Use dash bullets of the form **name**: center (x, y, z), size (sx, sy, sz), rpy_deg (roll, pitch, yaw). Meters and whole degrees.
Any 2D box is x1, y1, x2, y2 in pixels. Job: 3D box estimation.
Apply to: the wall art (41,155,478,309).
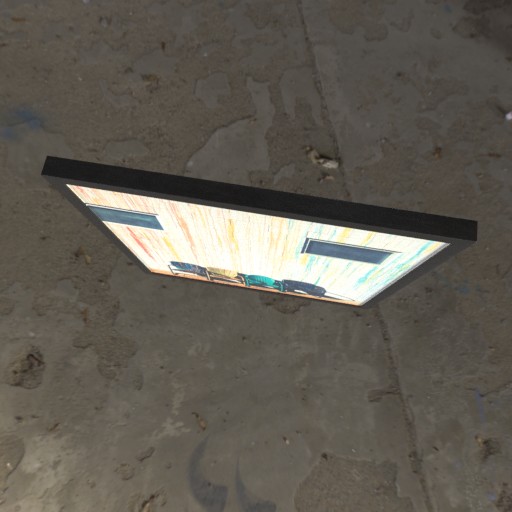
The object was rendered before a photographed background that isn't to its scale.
- **wall art**: center (0.000, 0.000, 1.136), size (0.763, 0.763, 0.039), rpy_deg (9, 75, 2)
